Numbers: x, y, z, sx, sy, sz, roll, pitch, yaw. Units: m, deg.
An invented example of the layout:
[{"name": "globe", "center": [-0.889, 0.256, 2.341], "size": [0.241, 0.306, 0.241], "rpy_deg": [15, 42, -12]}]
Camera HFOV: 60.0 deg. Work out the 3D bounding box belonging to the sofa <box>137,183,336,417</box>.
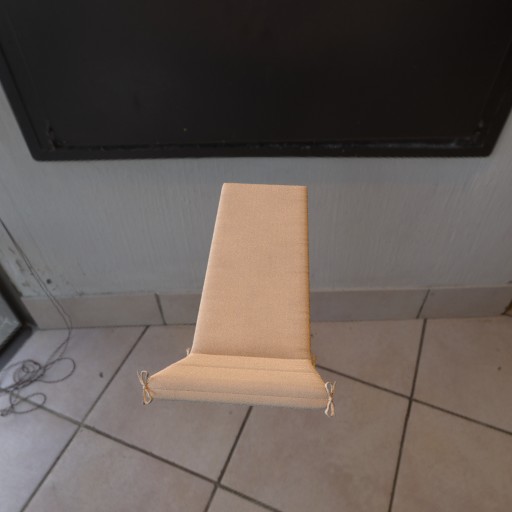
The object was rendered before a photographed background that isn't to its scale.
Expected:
[{"name": "sofa", "center": [0.000, 0.000, 1.972], "size": [0.582, 0.622, 1.663], "rpy_deg": [3, 47, 3]}]
